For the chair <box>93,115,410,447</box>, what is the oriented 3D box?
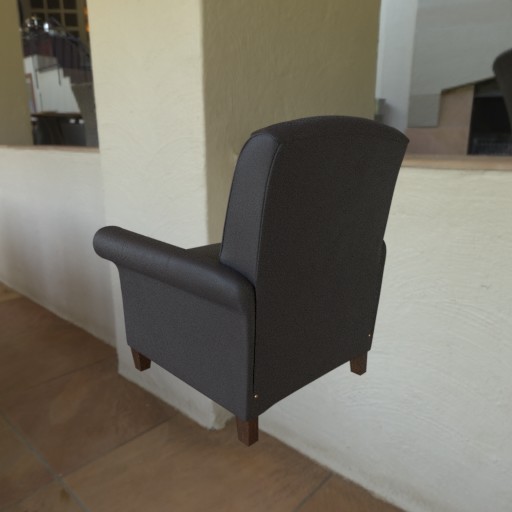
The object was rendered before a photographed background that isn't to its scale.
[{"bbox_3d":[0.000,0.000,1.809,0.978,1.061,0.902,-14,20,-42],"label":"chair"}]
